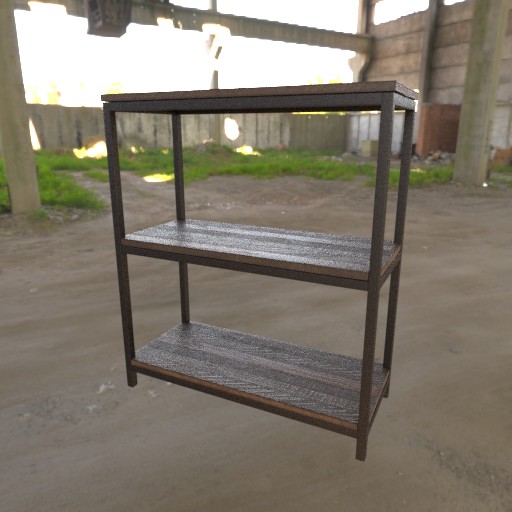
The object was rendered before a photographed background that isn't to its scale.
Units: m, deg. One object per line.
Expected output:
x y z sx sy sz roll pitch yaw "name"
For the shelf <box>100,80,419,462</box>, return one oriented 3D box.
0.000 0.000 1.372 0.822 0.947 0.352 8 18 25 "shelf"
